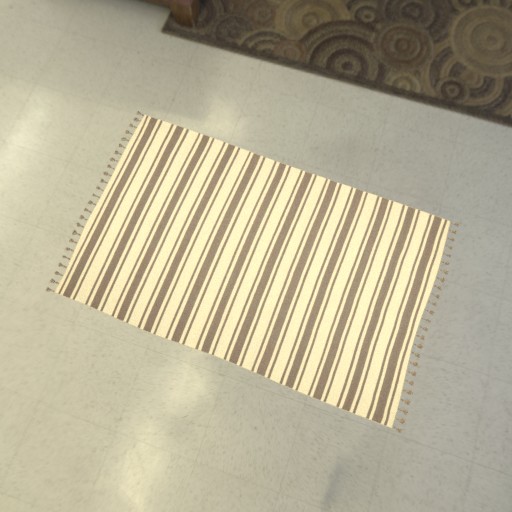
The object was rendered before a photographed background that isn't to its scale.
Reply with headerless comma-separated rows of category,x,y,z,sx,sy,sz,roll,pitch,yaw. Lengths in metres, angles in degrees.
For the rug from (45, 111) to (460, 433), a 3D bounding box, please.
rug,0.000,0.000,2.530,2.096,0.011,1.229,20,76,6
